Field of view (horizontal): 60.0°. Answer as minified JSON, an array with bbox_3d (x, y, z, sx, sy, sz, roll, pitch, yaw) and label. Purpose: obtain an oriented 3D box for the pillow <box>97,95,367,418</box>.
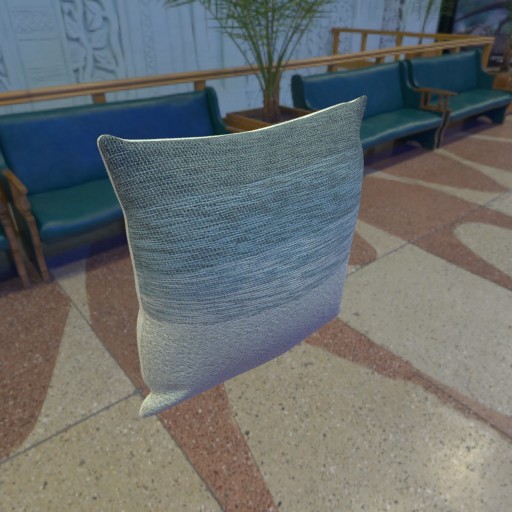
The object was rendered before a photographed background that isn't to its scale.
[{"bbox_3d":[0.000,0.000,0.687,0.440,0.441,0.182,-21,36,-31],"label":"pillow"}]
